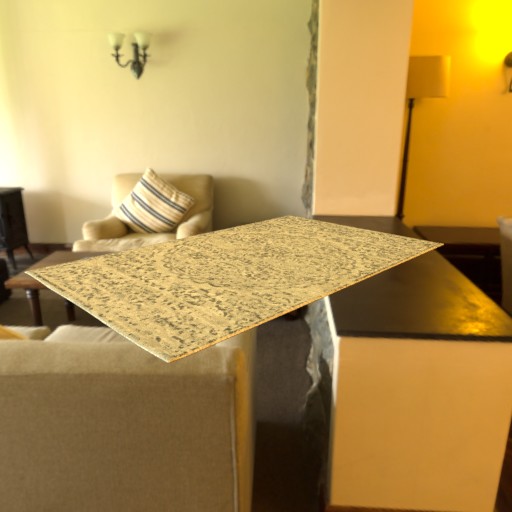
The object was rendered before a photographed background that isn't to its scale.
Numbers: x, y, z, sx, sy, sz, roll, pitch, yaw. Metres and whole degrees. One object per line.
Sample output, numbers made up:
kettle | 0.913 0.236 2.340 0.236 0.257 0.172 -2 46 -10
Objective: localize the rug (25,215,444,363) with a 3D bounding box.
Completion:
rug | 0.000 0.000 3.000 2.447 0.021 1.527 -16 23 -43
